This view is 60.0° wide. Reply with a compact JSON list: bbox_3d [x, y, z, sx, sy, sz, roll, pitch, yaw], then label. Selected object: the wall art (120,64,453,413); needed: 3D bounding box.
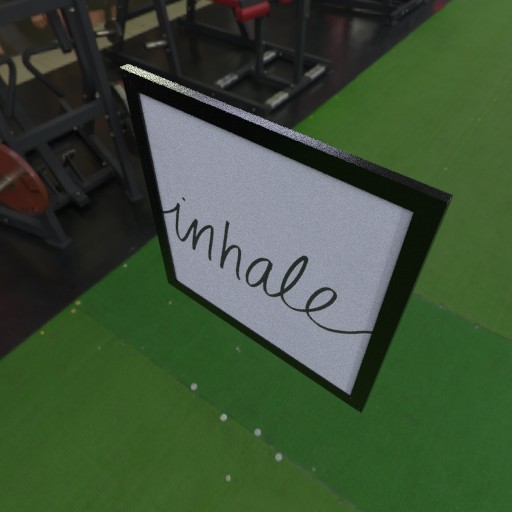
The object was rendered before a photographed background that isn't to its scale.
[{"bbox_3d":[0.000,0.000,0.656,0.446,0.445,0.014,30,54,25],"label":"wall art"}]
